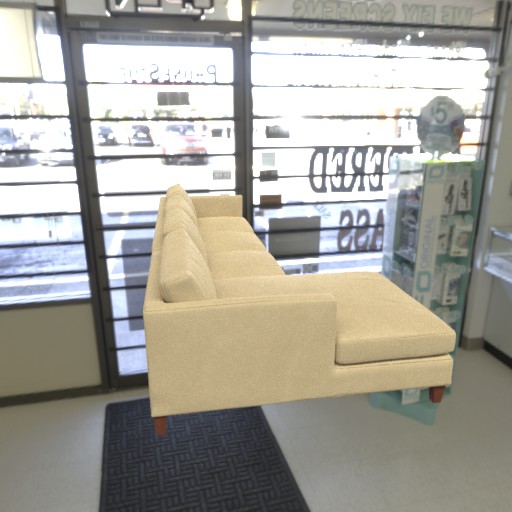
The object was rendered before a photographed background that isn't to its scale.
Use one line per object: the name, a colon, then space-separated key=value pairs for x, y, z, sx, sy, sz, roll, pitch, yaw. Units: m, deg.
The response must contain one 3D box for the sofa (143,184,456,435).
sofa: x=0.000 y=0.000 z=3.686 sx=1.625 sy=0.846 sz=3.186 roll=-3 pitch=17 yaw=-10
